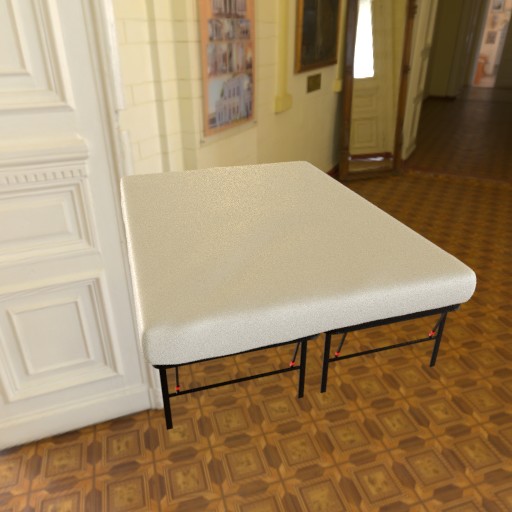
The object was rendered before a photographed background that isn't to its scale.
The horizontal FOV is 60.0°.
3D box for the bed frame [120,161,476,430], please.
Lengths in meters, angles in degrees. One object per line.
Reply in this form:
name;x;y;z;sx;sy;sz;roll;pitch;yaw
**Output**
bed frame;0.000;0.000;2.874;1.584;0.667;2.151;-8;28;-15
